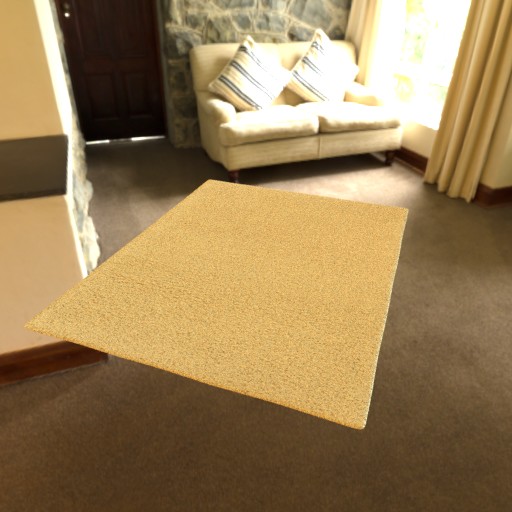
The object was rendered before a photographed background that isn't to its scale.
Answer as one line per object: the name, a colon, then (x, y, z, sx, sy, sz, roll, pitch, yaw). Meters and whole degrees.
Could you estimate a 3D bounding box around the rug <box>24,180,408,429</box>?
rug: (0.000, 0.000, 4.035, 2.438, 0.029, 3.047, 11, 33, 18)
